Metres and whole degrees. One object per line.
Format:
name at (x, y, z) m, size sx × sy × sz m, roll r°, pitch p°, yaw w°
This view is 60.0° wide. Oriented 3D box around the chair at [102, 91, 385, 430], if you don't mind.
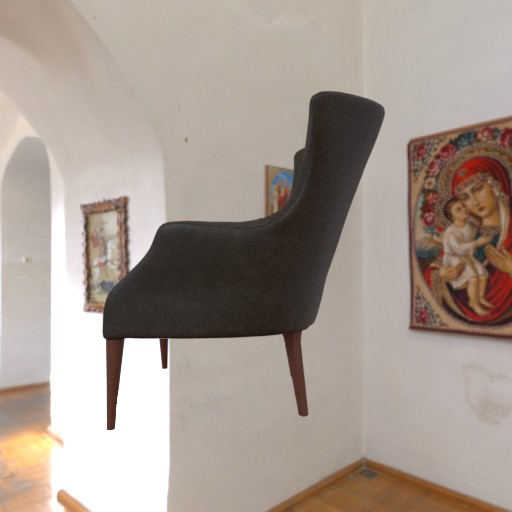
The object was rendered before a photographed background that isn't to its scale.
chair at (0.000, 0.000, 1.725) m, size 0.954 × 1.068 × 0.819 m, roll 0°, pitch 0°, yaw 1°
